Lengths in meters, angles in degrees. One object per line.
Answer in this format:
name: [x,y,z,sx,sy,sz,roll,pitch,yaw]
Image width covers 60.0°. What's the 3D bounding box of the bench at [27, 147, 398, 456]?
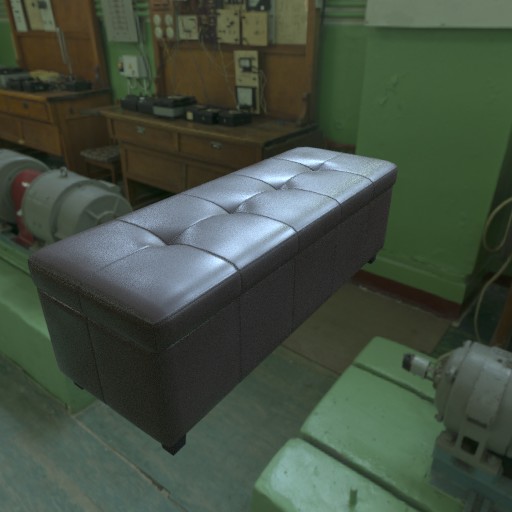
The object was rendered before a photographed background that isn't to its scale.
bench: [0.000,0.000,1.414,0.450,0.417,1.219,19,34,31]
